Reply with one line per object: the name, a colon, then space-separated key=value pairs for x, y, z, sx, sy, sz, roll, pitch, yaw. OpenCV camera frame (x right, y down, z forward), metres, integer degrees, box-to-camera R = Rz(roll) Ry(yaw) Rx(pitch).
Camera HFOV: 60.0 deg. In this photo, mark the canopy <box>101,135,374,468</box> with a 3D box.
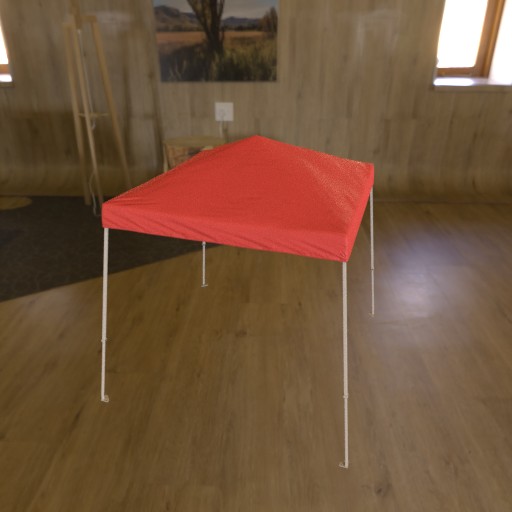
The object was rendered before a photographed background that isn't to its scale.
canopy: x=0.000 y=0.000 z=6.719 sx=3.600 sy=3.600 sz=3.599 roll=8 pitch=28 yaw=16
